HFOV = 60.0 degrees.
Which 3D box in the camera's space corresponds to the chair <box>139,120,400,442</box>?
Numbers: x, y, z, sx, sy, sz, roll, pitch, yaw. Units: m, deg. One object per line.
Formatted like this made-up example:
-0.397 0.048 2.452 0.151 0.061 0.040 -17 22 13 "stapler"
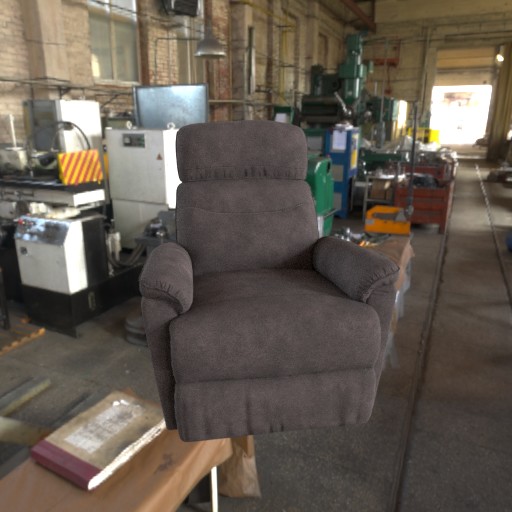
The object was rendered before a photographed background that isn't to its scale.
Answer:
0.000 0.000 1.753 0.830 1.035 1.009 -3 17 -9 "chair"
